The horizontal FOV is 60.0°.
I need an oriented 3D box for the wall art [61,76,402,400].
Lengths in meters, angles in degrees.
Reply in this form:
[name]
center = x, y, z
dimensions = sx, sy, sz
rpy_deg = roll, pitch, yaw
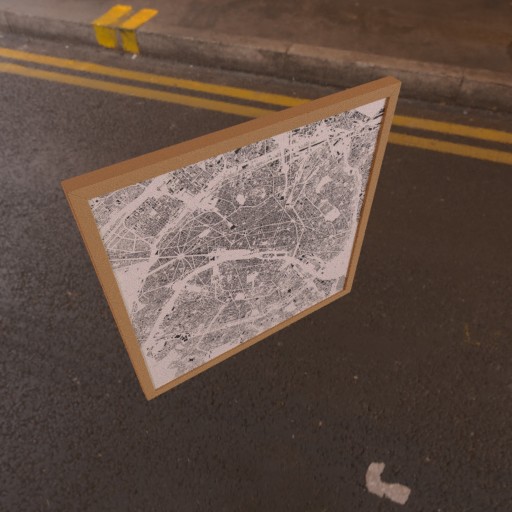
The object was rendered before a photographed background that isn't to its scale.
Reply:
[wall art]
center = 0.000, 0.000, 1.157
dimensions = 0.761, 0.761, 0.037
rpy_deg = -24, 51, -21
